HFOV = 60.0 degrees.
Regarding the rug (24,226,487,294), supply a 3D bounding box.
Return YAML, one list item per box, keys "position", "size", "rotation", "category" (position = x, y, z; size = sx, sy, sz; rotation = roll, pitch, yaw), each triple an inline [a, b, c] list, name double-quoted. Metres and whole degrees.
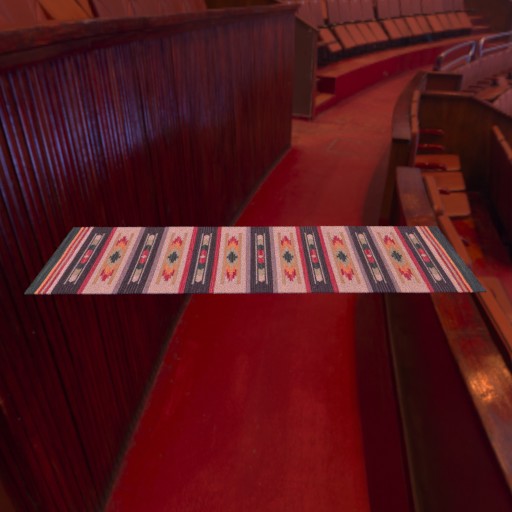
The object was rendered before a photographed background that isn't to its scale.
- position: [0.000, 0.000, 2.655]
  size: [2.440, 0.009, 0.760]
  rotation: [0, 31, 0]
  category: "rug"
